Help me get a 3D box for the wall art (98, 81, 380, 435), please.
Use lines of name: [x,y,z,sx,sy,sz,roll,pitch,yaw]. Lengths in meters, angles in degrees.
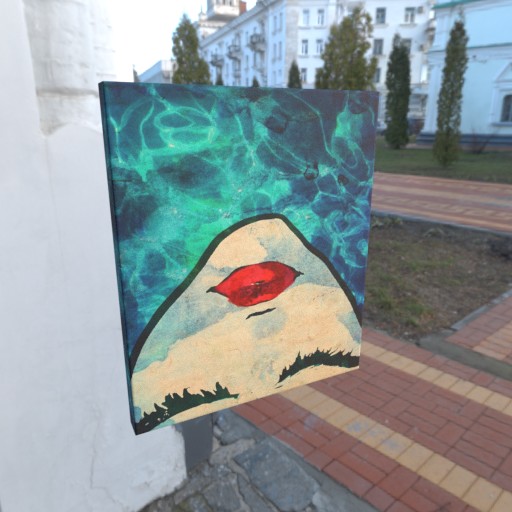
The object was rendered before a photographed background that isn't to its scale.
wall art: [0.000,0.000,0.715,0.432,0.508,0.038,-8,19,-26]
